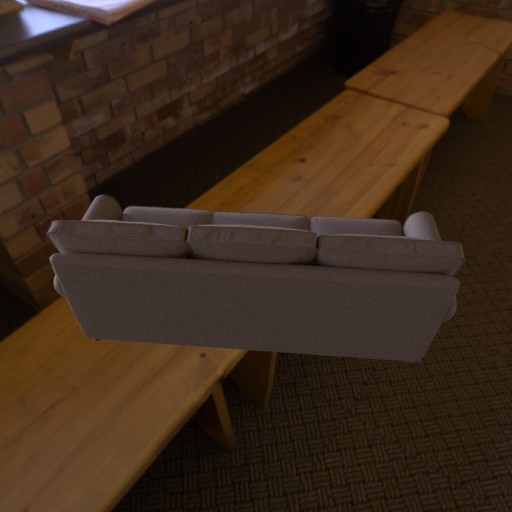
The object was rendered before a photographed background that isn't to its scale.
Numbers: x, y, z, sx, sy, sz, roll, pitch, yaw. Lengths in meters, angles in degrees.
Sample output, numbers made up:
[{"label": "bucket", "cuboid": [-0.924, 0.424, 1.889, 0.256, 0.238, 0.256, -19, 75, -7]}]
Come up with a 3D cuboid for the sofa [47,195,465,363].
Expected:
[{"label": "sofa", "cuboid": [0.000, 0.000, 2.876, 2.353, 0.948, 0.966, 3, 46, 3]}]
